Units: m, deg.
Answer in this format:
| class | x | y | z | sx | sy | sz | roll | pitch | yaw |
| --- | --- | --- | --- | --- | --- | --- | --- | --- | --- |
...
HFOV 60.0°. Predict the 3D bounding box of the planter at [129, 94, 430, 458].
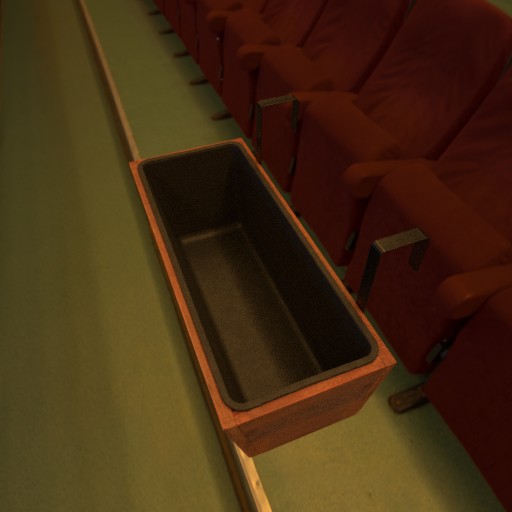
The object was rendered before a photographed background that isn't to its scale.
| class | x | y | z | sx | sy | sz | roll | pitch | yaw |
| --- | --- | --- | --- | --- | --- | --- | --- | --- | --- |
| planter | 0.000 | 0.000 | 0.645 | 0.262 | 0.289 | 0.480 | -16 | 49 | -15 |
